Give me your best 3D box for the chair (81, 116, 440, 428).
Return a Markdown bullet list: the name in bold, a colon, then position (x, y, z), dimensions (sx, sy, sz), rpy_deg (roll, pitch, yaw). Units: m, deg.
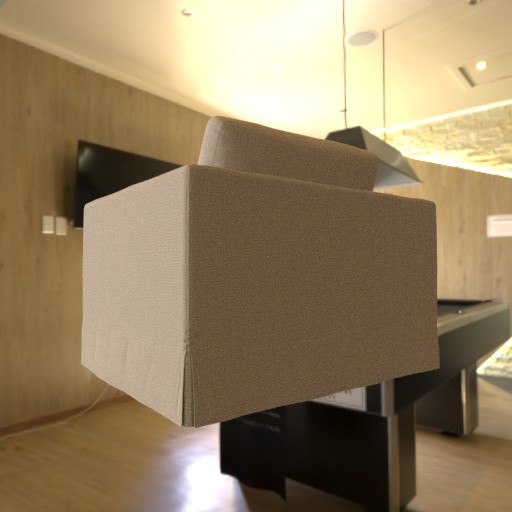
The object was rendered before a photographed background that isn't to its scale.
- **chair**: position (0.000, 0.000, 1.799), dimensions (1.150, 0.878, 0.957), rpy_deg (1, -2, -37)
